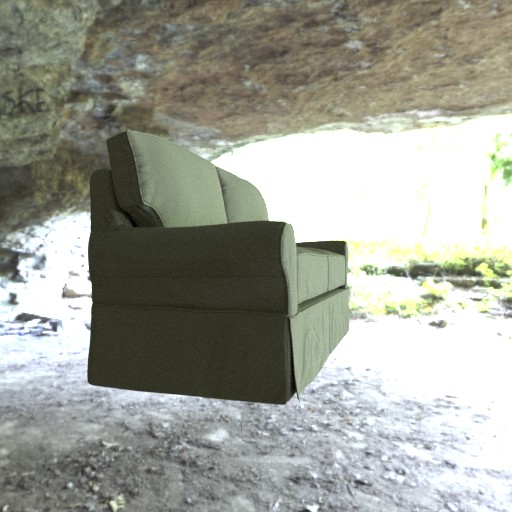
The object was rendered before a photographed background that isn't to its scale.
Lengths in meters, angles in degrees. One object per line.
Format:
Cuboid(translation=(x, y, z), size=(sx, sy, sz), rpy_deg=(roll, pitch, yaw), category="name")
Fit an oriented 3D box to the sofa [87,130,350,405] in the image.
Cuboid(translation=(0.000, 0.000, 2.387), size=(0.841, 1.024, 1.823), rpy_deg=(0, -1, 18), category="sofa")
